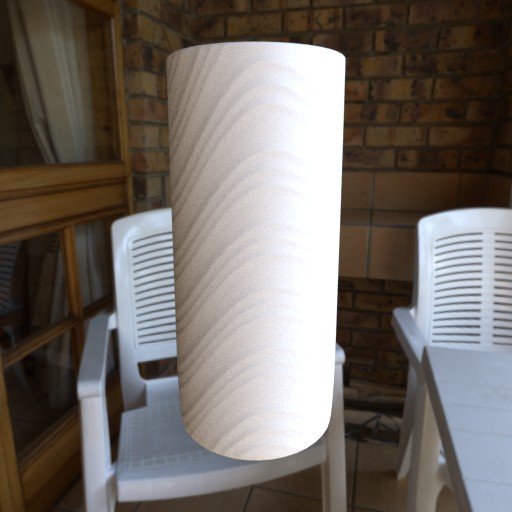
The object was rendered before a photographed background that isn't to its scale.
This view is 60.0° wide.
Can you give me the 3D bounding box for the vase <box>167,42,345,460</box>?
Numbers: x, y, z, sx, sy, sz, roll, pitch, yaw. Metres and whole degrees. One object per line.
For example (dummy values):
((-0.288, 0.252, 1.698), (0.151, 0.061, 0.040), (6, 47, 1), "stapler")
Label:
((0.000, 0.000, 0.386), (0.143, 0.316, 0.143), (0, 14, 0), "vase")
